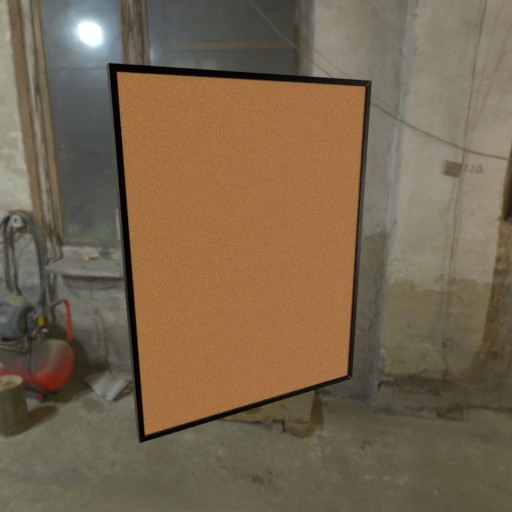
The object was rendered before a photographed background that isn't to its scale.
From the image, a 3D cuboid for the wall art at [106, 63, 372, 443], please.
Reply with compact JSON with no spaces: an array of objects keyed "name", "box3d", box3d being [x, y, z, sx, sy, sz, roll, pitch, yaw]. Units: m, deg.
[{"name":"wall art","box3d":[0.000,0.000,1.386,0.805,1.062,0.040,-8,17,-26]}]
